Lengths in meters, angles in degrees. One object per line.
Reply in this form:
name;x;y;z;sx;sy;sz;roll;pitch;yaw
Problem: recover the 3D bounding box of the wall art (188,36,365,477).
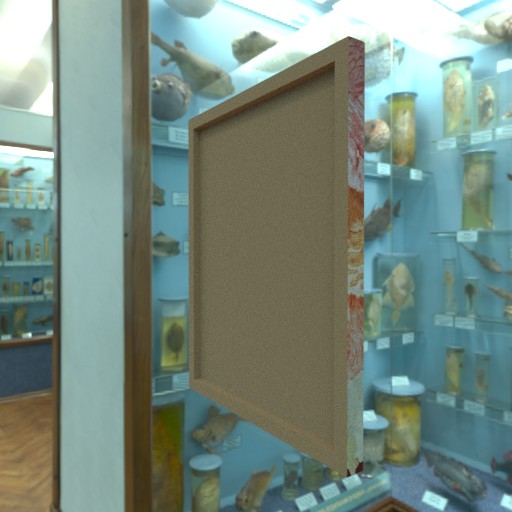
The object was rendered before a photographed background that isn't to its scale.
wall art;0.000;0.000;0.682;0.028;0.508;0.406;-1;1;-35
